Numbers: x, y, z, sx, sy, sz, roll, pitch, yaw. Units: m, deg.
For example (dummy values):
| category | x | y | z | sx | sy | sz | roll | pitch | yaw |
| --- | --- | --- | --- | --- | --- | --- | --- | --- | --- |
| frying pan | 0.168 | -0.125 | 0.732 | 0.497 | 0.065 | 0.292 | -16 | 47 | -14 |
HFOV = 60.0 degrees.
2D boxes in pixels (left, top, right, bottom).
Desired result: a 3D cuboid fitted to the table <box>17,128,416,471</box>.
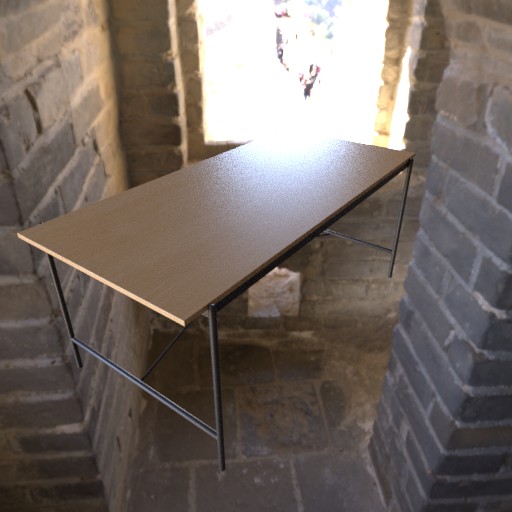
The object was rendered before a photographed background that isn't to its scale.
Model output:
| category | x | y | z | sx | sy | sz | roll | pitch | yaw |
| --- | --- | --- | --- | --- | --- | --- | --- | --- | --- |
| table | 0.000 | 0.000 | 2.227 | 0.900 | 0.758 | 1.800 | 21 | 37 | 31 |
